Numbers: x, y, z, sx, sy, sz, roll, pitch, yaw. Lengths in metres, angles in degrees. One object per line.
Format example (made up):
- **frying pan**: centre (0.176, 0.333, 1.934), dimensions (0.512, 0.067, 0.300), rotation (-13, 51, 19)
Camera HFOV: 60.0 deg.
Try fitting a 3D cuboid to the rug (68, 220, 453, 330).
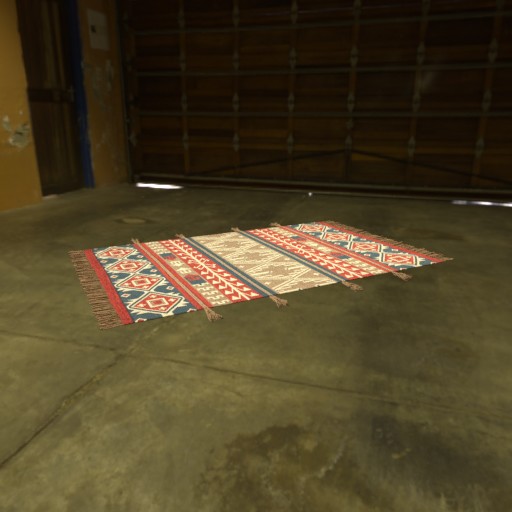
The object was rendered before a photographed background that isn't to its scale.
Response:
- **rug**: centre (0.000, 0.000, 3.251), dimensions (2.450, 0.048, 1.778), rotation (-8, 19, -26)
